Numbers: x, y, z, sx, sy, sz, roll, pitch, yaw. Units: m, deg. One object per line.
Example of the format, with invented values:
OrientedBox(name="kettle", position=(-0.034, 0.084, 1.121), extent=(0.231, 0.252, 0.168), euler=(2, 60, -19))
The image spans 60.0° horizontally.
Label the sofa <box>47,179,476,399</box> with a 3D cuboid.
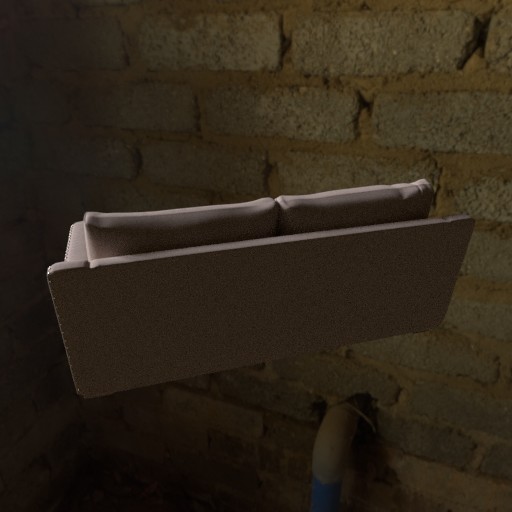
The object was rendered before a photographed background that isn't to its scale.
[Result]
OrientedBox(name="sofa", position=(0.000, 0.000, 2.493), extent=(1.967, 0.901, 1.030), euler=(-8, 27, -15))
